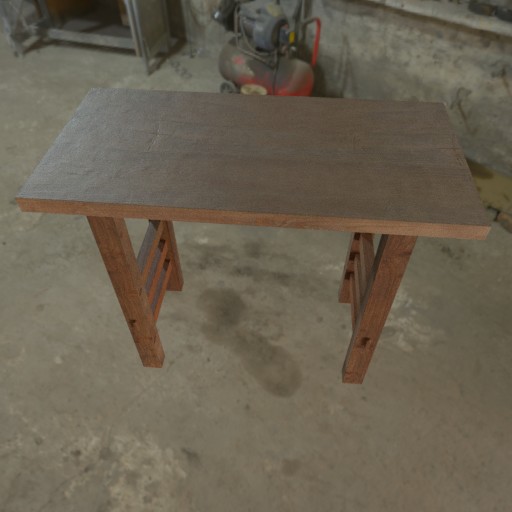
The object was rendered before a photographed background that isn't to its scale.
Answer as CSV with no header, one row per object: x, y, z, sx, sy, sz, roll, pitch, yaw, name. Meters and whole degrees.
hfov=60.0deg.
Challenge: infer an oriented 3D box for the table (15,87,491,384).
0.000,0.000,1.558,1.119,0.914,0.556,4,48,3,table
